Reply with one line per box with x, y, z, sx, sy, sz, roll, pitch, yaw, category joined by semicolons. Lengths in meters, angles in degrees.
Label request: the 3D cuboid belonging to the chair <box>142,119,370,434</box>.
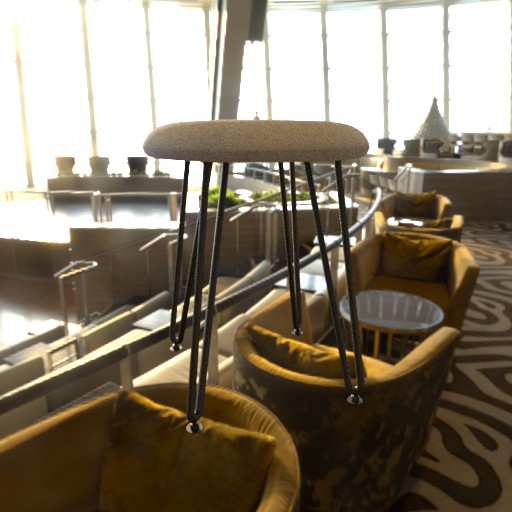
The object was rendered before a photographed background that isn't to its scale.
0.000;0.000;0.661;0.350;0.386;0.350;8;18;28;chair
